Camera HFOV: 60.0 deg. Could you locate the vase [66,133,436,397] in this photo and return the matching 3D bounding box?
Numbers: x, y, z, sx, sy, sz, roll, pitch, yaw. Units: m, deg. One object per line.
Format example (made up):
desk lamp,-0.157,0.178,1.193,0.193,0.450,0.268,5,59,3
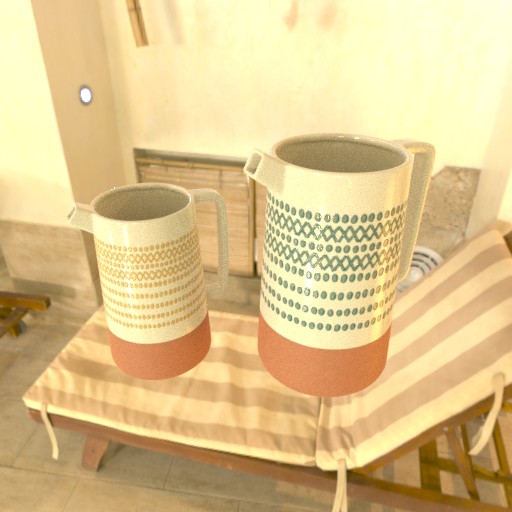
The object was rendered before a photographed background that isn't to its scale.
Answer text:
vase,0.000,0.000,0.456,0.326,0.247,0.168,7,31,12
